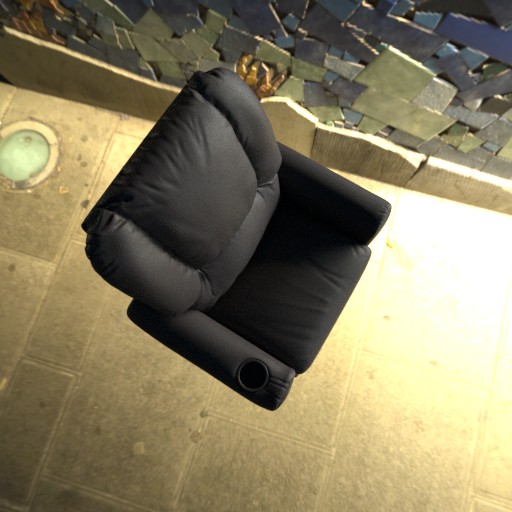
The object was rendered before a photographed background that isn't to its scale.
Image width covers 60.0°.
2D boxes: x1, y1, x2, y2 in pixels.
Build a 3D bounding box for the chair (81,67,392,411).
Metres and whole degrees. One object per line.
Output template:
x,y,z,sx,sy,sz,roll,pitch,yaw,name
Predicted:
0.000,0.000,1.117,0.521,0.709,0.610,31,77,8,chair
